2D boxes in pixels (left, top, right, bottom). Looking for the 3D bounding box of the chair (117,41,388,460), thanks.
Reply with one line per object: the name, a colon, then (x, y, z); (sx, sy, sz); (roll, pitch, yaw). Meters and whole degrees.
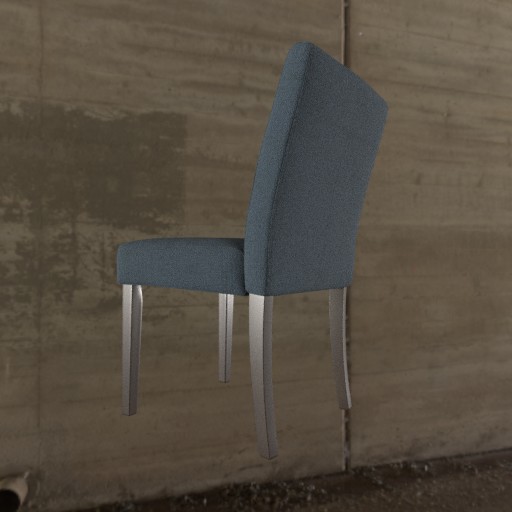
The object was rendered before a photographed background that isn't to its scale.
chair: (0.000, 0.000, 1.231); (0.629, 0.882, 0.487); (0, -1, 36)
